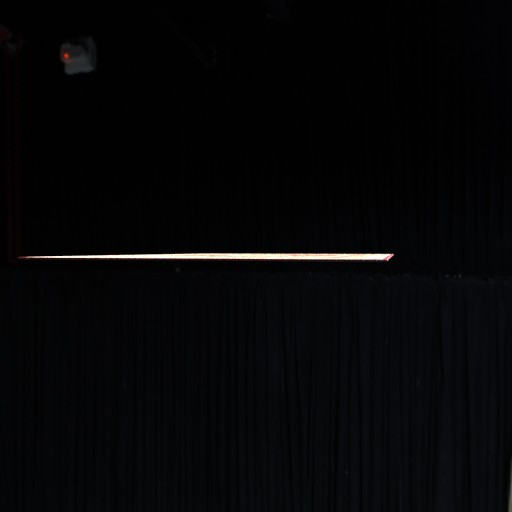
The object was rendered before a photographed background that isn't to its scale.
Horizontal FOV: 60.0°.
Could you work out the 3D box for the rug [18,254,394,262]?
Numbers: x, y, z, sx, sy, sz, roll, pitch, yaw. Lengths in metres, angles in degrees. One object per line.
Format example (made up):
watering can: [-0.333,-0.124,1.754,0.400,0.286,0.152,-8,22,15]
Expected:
rug: [0.000,0.000,4.070,2.387,0.013,3.053,0,1,18]
